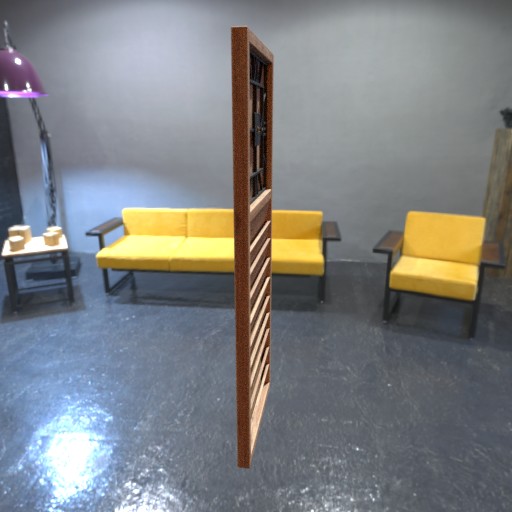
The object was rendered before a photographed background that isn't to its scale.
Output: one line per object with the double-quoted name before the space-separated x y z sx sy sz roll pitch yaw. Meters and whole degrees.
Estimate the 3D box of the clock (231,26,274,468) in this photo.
"clock" 0.000 0.000 1.101 0.030 0.965 0.361 3 17 9
